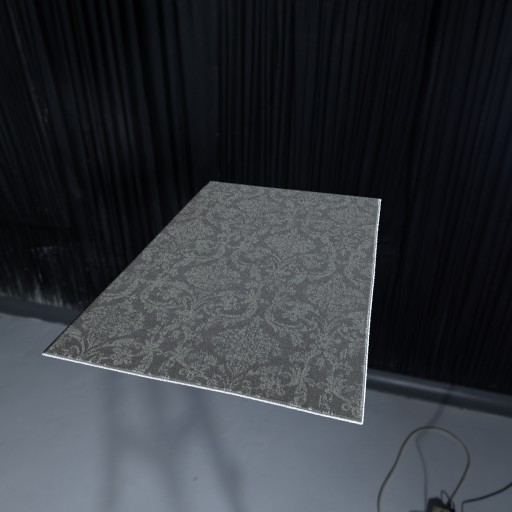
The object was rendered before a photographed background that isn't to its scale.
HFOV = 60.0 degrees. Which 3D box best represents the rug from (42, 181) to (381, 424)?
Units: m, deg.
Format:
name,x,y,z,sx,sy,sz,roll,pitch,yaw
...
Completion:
name,x,y,z,sx,sy,sz,roll,pitch,yaw
rug,0.000,0.000,3.479,1.819,0.018,2.746,8,32,13
